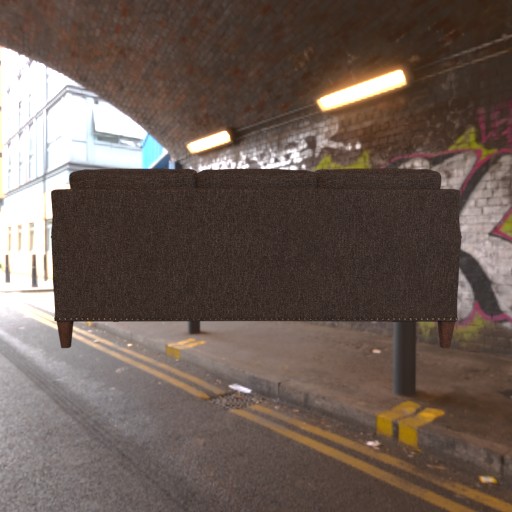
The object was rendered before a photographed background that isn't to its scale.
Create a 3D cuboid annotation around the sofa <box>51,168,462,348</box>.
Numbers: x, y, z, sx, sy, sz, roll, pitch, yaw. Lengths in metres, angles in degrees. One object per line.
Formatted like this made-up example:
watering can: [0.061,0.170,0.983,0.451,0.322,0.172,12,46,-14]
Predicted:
sofa: [0.000,0.000,2.859,2.246,1.003,1.084,0,1,0]
